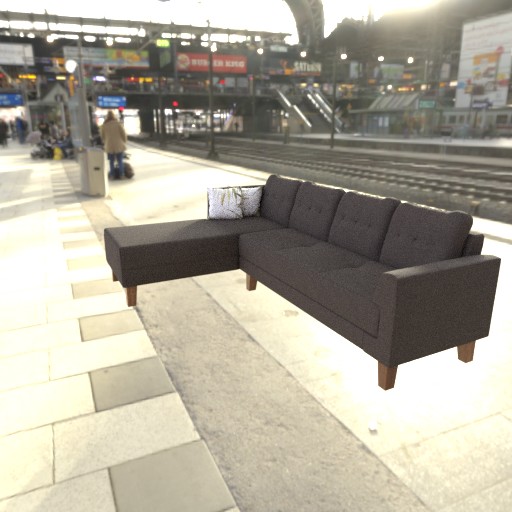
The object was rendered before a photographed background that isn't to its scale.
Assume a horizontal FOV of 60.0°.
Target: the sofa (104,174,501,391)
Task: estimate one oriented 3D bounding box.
[{"bbox_3d":[0.000,0.000,3.357,1.829,0.932,2.679,-8,19,-26],"label":"sofa"}]
